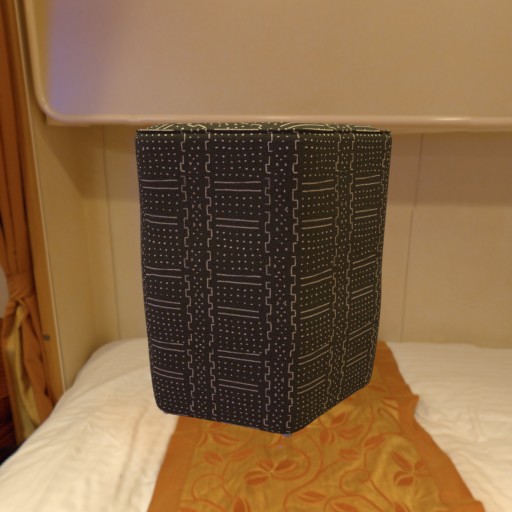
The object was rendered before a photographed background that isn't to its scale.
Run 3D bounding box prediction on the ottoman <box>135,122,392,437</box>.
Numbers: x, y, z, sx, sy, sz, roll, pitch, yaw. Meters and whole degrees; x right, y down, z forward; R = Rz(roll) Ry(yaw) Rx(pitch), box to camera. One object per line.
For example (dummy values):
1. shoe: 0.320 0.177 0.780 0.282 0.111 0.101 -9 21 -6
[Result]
1. ottoman: 0.000 0.000 0.888 0.494 0.502 0.443 -14 20 -42
